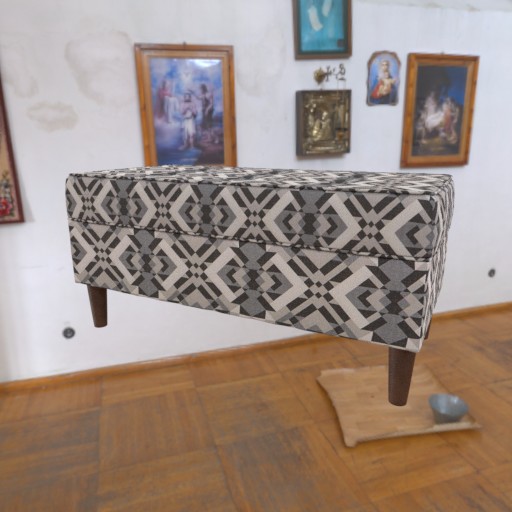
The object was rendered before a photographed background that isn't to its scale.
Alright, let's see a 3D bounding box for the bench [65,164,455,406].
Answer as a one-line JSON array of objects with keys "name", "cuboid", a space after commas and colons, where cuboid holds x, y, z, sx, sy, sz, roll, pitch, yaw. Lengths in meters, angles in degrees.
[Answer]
[{"name": "bench", "cuboid": [0.000, 0.000, 1.302, 1.016, 0.477, 0.492, 8, 17, 26]}]
